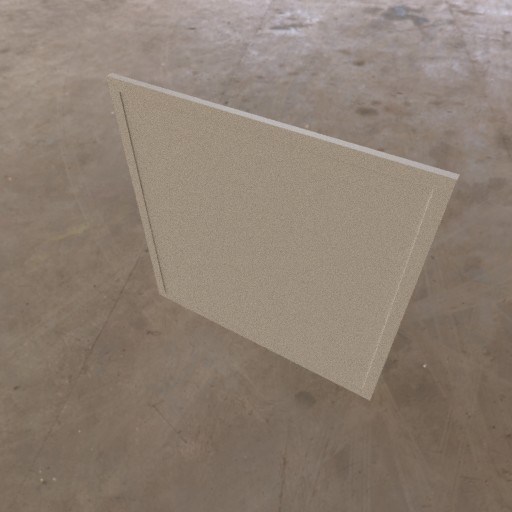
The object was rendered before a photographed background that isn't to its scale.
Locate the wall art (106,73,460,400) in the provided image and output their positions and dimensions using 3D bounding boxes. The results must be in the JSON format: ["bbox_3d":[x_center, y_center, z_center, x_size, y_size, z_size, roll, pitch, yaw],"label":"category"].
[{"bbox_3d":[0.000,0.000,0.975,0.660,0.660,0.015,23,50,21],"label":"wall art"}]
